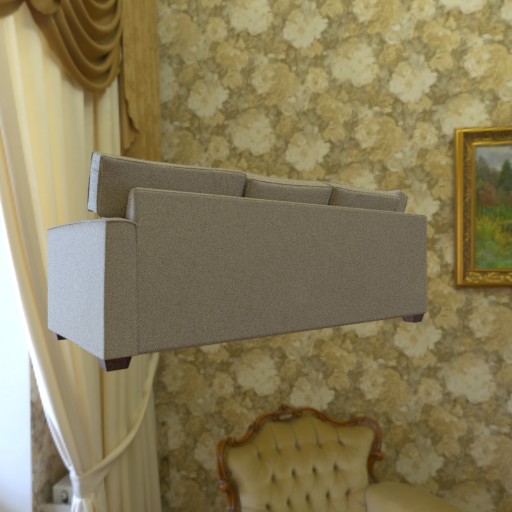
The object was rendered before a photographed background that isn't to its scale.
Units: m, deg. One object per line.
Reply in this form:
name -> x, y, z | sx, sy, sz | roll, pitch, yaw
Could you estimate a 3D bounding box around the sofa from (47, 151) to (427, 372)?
sofa -> 0.000, 0.000, 2.879 | 2.323, 0.948, 1.053 | 0, 0, -37
